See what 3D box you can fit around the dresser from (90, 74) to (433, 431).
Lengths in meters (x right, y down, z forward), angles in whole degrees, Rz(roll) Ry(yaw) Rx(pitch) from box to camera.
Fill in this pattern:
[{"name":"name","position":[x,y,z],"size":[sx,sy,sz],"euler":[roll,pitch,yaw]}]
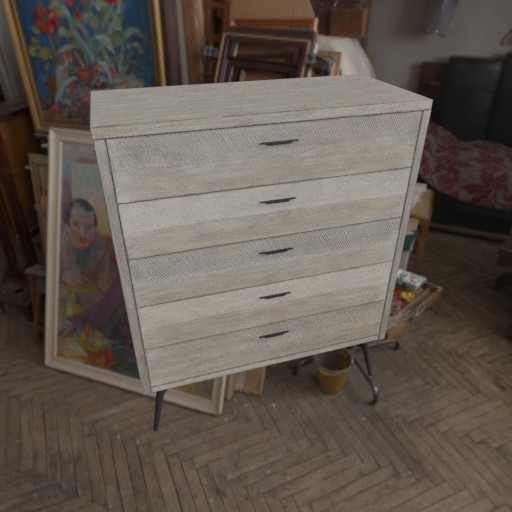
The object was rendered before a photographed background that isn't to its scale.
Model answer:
[{"name":"dresser","position":[0.000,0.000,1.748],"size":[1.016,1.219,0.457],"euler":[-10,33,-15]}]
